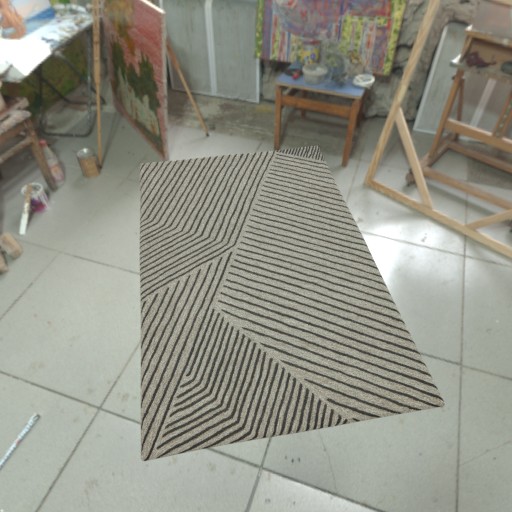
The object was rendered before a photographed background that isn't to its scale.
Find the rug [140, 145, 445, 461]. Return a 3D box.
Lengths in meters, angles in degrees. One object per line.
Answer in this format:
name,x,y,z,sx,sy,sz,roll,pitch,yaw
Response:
rug,0.000,0.000,2.980,1.539,0.023,2.406,-8,48,-7
